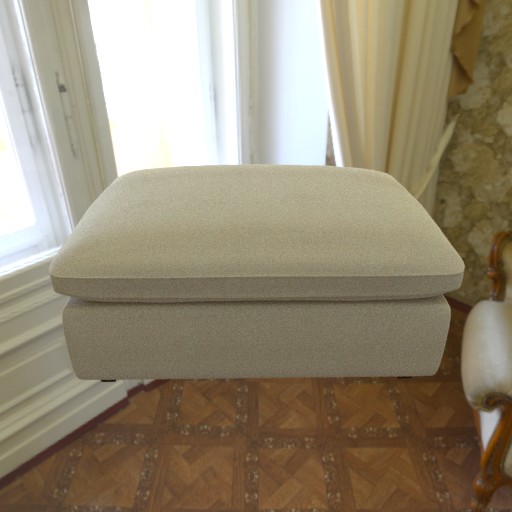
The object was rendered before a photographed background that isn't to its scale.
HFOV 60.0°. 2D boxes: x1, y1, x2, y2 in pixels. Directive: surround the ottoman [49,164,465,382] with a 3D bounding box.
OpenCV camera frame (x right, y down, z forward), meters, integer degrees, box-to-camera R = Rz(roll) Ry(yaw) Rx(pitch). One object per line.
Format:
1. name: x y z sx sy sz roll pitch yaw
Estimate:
1. ottoman: 0.000 0.000 1.354 0.984 0.453 0.686 0 29 -1
